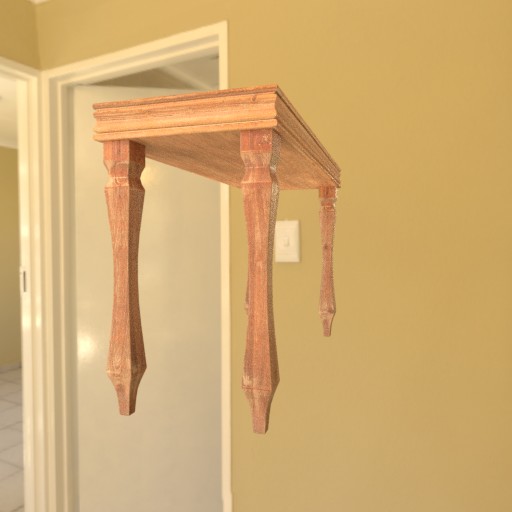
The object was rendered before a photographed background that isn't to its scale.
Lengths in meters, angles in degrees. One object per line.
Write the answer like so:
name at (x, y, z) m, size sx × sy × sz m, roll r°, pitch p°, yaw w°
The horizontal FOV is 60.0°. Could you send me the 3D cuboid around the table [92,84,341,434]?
table at (0.000, 0.000, 1.781) m, size 0.522 × 0.873 × 1.330 m, roll 1°, pitch 2°, yaw 17°
